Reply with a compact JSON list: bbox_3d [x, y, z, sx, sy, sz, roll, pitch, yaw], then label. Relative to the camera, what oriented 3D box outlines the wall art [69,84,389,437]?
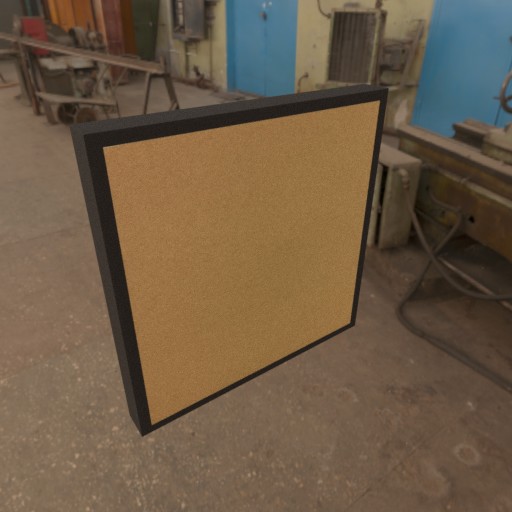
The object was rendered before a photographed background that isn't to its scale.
[{"bbox_3d":[0.000,0.000,0.458,0.305,0.304,0.033,-20,35,-30],"label":"wall art"}]
